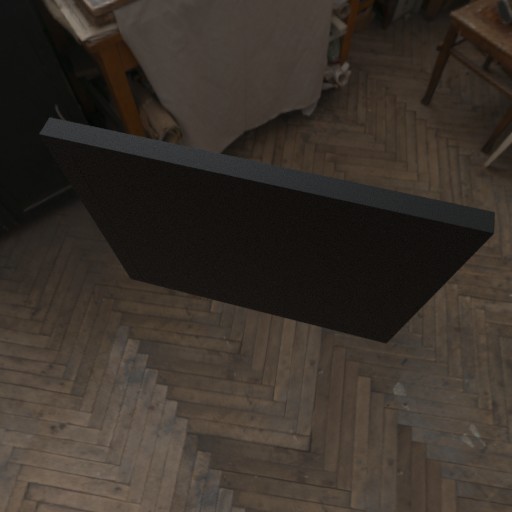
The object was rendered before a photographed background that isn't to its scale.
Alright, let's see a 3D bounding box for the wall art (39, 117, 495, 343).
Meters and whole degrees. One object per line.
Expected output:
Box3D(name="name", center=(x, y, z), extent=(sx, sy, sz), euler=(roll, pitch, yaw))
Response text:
Box3D(name="wall art", center=(0.000, 0.000, 0.737), extent=(0.558, 0.457, 0.029), euler=(13, 64, 7))
